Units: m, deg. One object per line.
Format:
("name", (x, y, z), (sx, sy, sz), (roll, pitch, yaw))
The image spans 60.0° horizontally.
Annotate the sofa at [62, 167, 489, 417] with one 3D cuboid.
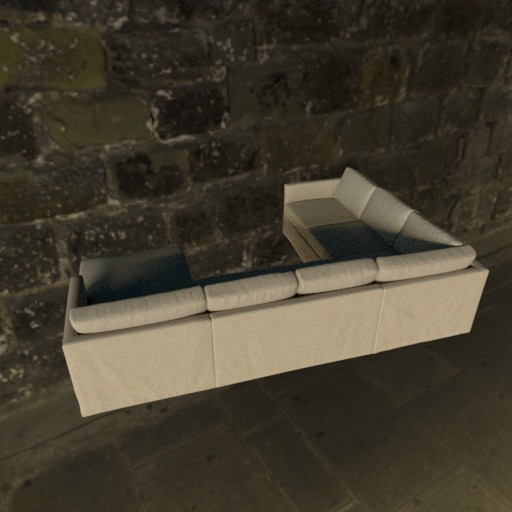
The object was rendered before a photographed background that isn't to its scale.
("sofa", (0.000, 0.000, 4.480), (3.460, 0.882, 2.427), (-8, 31, -14))
